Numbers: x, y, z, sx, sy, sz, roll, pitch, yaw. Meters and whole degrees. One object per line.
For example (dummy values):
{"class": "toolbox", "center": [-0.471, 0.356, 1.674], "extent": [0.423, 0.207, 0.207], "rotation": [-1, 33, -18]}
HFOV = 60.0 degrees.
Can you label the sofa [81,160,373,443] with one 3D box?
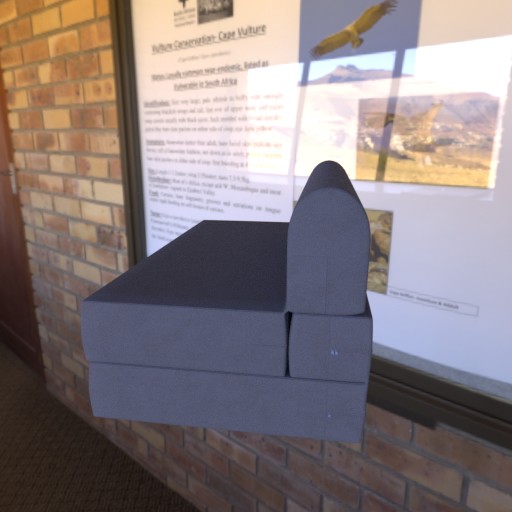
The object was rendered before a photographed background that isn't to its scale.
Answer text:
{"class": "sofa", "center": [0.000, 0.000, 1.686], "extent": [0.762, 0.660, 1.219], "rotation": [2, 15, 9]}
